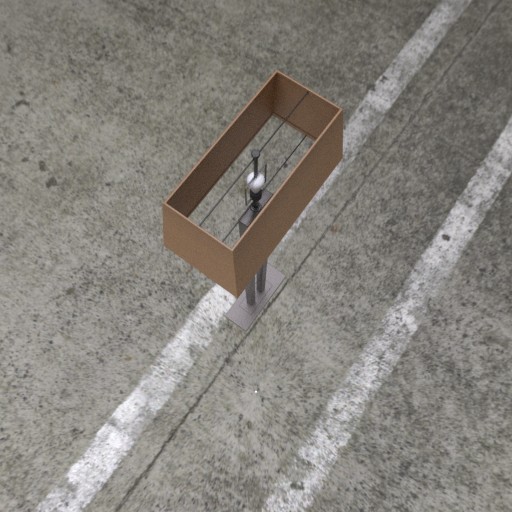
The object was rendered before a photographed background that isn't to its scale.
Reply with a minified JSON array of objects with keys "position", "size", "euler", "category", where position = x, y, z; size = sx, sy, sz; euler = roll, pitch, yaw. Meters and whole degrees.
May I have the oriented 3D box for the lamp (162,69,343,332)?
[{"position":[0.000,0.000,1.630],"size":[0.233,1.469,0.475],"euler":[35,76,10],"category":"lamp"}]
